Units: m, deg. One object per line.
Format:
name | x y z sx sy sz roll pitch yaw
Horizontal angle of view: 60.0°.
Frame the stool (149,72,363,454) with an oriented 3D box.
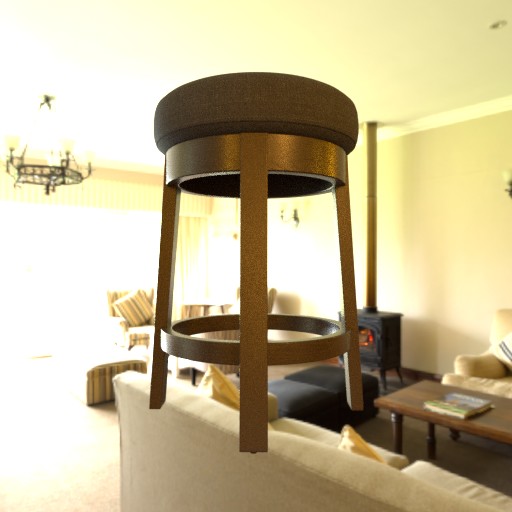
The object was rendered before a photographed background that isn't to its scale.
stool | 0.000 0.000 0.950 0.449 0.655 0.449 0 0 0
